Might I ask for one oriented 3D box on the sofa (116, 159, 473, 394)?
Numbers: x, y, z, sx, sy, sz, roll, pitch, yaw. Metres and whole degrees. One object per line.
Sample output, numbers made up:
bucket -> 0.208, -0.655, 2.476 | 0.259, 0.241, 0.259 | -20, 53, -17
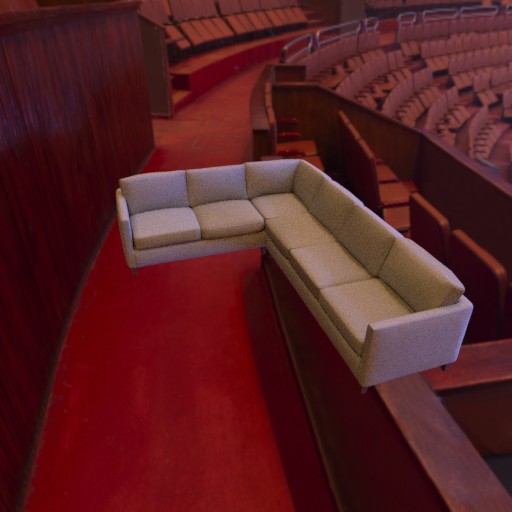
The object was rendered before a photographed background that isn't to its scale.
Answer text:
sofa -> 0.000, 0.000, 4.548 | 2.592, 0.947, 3.301 | -10, 32, -15
